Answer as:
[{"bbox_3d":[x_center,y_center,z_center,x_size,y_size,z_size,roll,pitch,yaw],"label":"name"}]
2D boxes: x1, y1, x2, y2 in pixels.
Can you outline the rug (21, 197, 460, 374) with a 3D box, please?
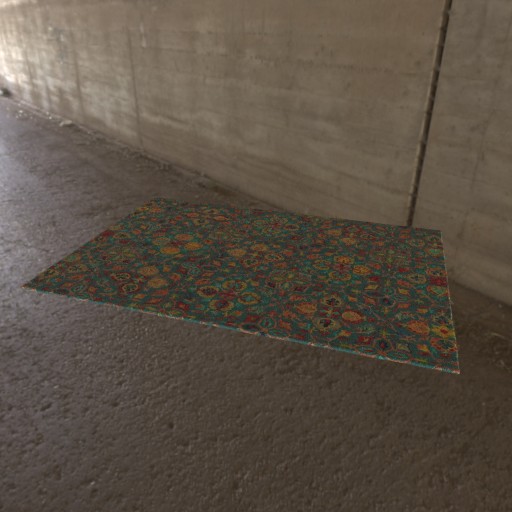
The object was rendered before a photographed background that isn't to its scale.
[{"bbox_3d":[0.000,0.000,2.821,2.290,0.016,1.527,8,29,15],"label":"rug"}]
